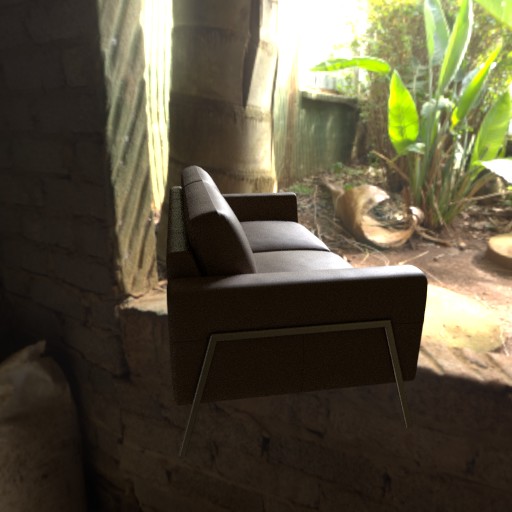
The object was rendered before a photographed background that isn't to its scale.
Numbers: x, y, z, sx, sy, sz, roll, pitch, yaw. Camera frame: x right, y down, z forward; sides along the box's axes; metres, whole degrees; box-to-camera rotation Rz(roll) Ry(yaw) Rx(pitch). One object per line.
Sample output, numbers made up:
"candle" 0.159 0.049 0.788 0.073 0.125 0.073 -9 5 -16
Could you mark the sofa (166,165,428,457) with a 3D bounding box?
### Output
"sofa" 0.000 0.000 2.516 0.953 0.875 2.017 -3 17 -10
